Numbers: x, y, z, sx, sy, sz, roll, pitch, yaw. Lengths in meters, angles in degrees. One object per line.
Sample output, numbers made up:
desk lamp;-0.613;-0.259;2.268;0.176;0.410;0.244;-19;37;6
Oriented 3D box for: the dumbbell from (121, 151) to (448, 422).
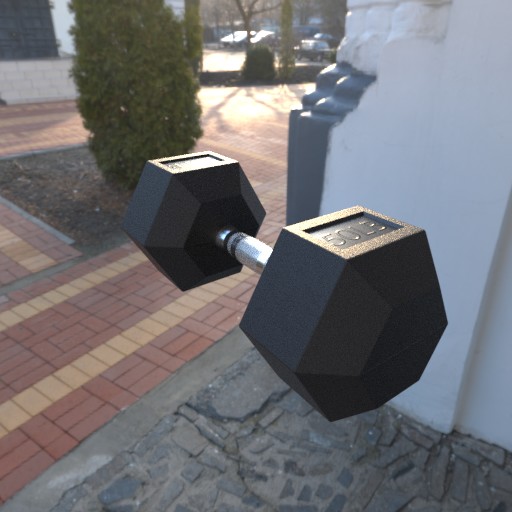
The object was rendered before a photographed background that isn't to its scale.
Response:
dumbbell;0.000;0.000;0.470;0.173;0.150;0.384;-18;32;-32
